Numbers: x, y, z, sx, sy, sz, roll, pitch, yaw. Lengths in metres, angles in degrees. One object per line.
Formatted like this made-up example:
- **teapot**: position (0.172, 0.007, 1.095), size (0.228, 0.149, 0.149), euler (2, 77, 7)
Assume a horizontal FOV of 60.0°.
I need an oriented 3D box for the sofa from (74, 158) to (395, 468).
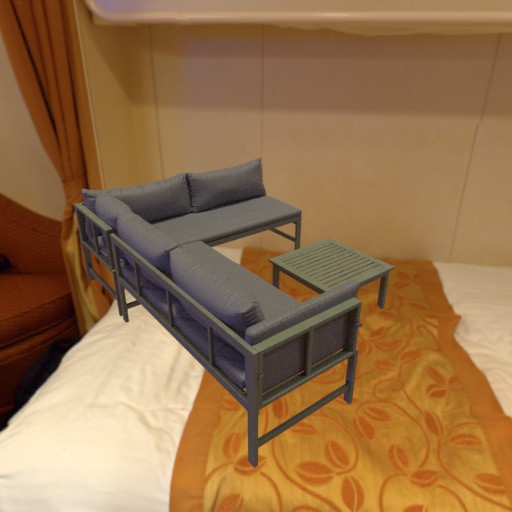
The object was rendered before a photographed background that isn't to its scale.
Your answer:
- **sofa**: position (0.000, 0.000, 2.992), size (1.658, 0.762, 2.149), euler (-19, 32, -33)
